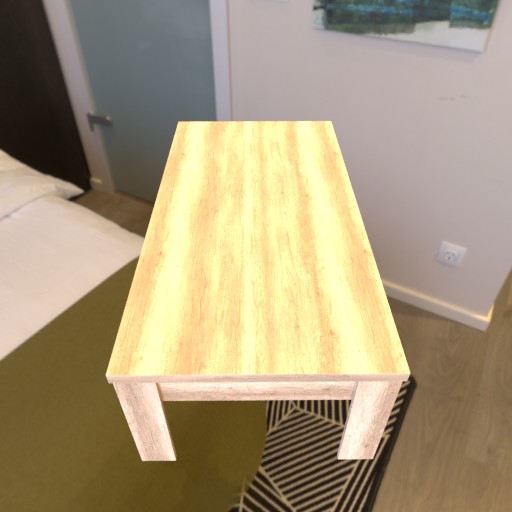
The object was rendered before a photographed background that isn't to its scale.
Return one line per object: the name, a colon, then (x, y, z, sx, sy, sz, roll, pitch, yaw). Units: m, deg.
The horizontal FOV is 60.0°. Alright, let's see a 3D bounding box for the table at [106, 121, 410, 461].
table: (0.000, 0.000, 1.676, 0.700, 0.460, 1.350, 0, 41, 0)
